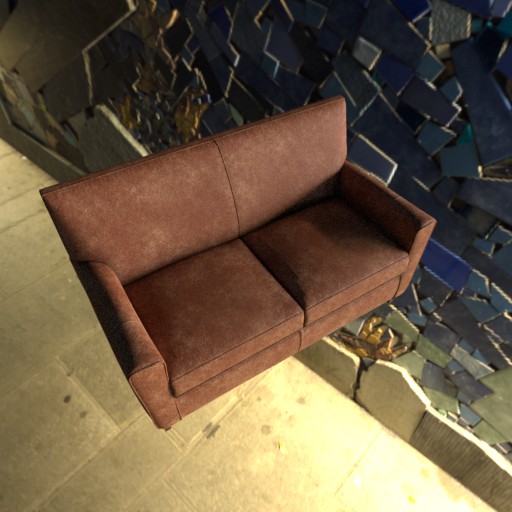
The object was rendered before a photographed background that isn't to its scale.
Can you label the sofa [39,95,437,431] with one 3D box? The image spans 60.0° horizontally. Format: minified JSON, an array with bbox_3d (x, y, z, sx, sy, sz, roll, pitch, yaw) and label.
[{"bbox_3d":[0.000,0.000,2.038,1.473,0.871,0.787,-24,50,-22],"label":"sofa"}]
